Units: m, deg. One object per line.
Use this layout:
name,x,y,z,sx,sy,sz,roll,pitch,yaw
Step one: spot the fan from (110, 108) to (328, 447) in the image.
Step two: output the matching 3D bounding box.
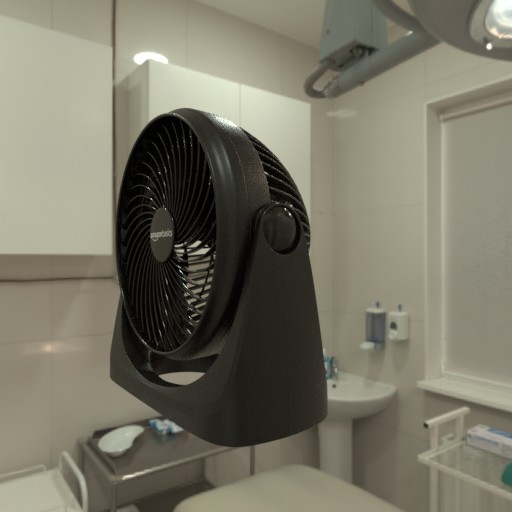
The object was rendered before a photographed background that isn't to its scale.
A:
fan,0.000,0.000,0.487,0.256,0.277,0.273,0,0,-37
